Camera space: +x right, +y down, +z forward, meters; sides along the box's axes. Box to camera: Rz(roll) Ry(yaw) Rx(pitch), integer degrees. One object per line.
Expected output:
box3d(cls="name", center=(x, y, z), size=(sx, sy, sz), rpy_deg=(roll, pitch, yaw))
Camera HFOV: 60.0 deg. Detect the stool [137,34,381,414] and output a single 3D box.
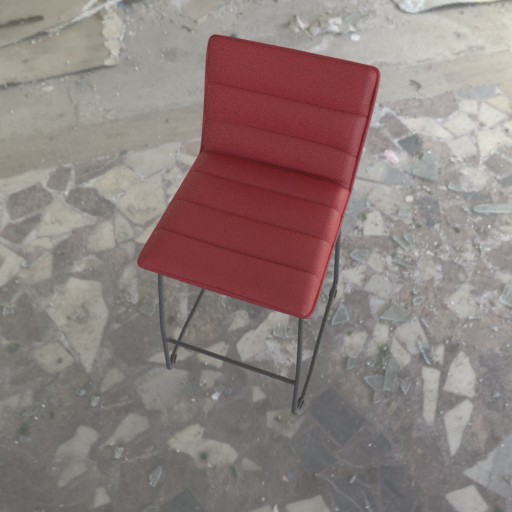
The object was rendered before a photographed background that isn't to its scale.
box3d(cls="stool", center=(0.000, 0.000, 1.213), size=(0.489, 0.937, 0.524), rpy_deg=(16, 59, 10))
